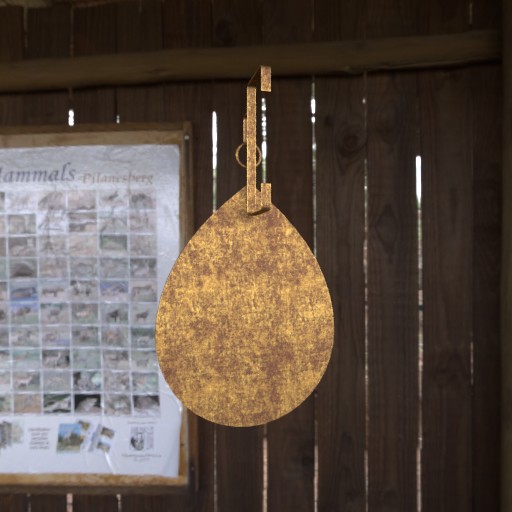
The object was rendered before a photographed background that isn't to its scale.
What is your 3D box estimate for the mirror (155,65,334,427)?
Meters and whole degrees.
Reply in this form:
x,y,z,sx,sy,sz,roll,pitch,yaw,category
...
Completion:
x,y,z,sx,sy,sz,roll,pitch,yaw,category
0.000,0.000,0.926,0.405,0.744,0.144,0,-1,-16,mirror
